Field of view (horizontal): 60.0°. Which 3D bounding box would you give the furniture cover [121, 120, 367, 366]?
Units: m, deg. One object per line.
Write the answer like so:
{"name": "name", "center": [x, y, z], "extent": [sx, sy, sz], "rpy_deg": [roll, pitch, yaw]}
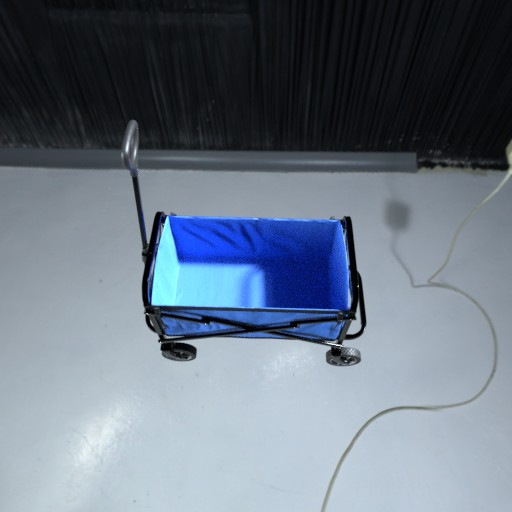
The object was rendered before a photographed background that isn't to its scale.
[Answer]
{"name": "furniture cover", "center": [0.000, 0.000, 1.822], "extent": [1.038, 1.295, 0.532], "rpy_deg": [2, 57, 1]}
